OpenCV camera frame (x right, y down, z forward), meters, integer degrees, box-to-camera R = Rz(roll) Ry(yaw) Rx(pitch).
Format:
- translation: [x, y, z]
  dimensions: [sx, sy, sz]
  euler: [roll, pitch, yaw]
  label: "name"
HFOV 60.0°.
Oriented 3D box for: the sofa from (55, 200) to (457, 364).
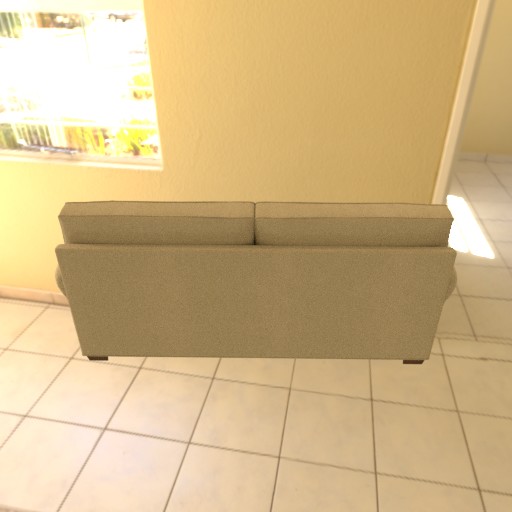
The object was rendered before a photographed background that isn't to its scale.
- translation: [0.000, 0.000, 2.710]
  dimensions: [2.146, 0.962, 0.901]
  euler: [0, 31, 1]
  label: "sofa"
